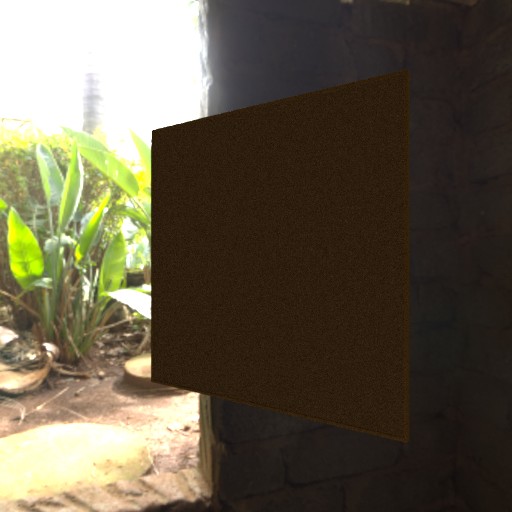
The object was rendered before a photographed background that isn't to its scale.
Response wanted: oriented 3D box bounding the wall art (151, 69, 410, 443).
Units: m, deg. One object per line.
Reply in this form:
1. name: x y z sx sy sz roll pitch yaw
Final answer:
1. wall art: 0.000 0.000 0.970 0.657 0.655 0.014 0 0 35
